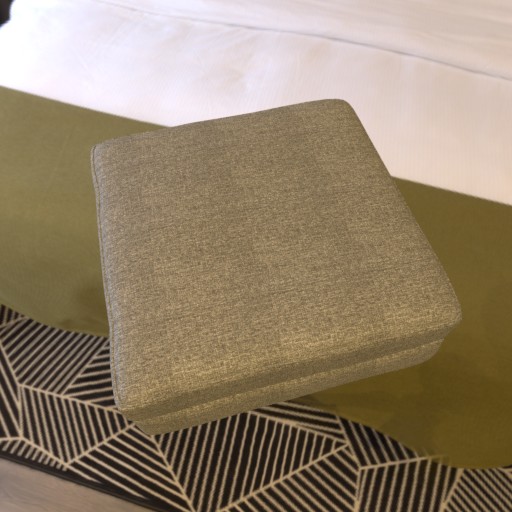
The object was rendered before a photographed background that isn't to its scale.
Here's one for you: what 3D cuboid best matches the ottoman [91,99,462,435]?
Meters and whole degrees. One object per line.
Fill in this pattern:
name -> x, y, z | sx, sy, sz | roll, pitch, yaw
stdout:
ottoman -> 0.000, 0.000, 1.341 | 0.838, 0.481, 0.838 | -13, 59, -8
